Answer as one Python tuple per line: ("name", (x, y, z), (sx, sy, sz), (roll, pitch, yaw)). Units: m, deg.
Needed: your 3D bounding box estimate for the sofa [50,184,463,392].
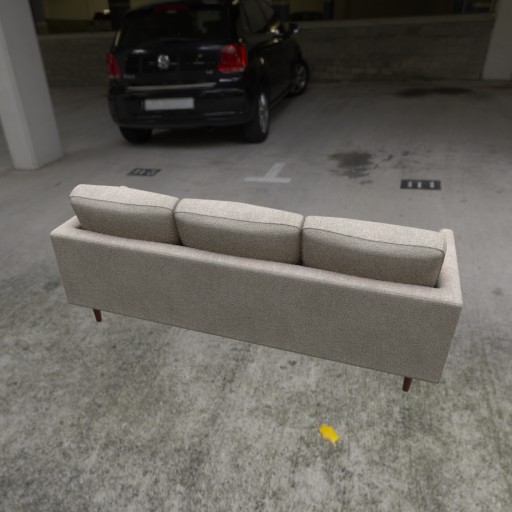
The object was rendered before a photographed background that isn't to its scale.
("sofa", (0.000, 0.000, 2.723), (2.246, 0.930, 0.903), (9, 32, 15))
